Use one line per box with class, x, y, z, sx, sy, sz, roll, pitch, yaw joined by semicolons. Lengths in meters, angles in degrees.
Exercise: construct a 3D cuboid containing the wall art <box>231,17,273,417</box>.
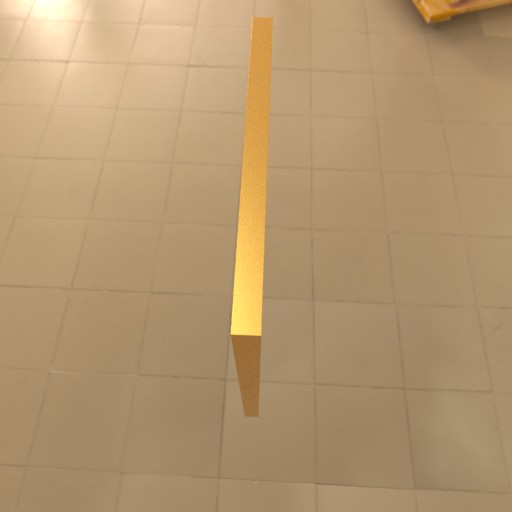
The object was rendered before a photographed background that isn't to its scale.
wall art;0.000;0.000;1.026;0.038;0.762;0.610;2;63;1
